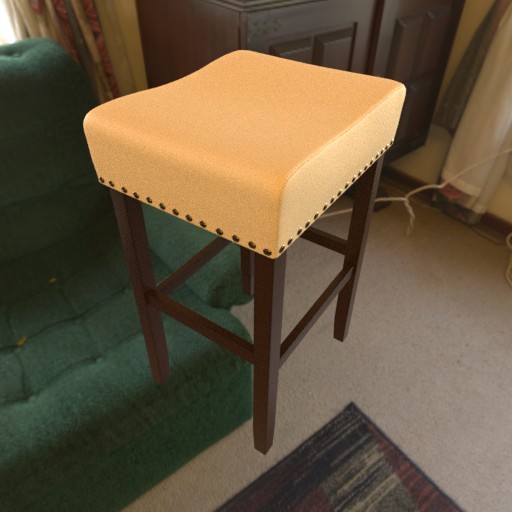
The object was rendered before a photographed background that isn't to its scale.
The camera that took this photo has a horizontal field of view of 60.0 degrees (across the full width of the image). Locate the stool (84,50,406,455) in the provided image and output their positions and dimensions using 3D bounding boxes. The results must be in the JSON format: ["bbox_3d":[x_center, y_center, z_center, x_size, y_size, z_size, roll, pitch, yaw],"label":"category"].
[{"bbox_3d":[0.000,0.000,1.036,0.401,0.762,0.471,24,46,26],"label":"stool"}]
